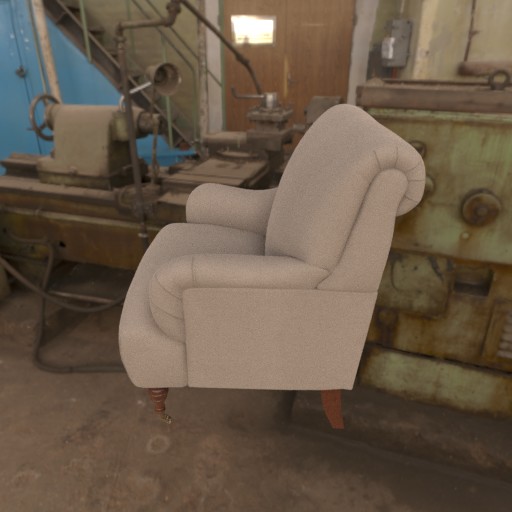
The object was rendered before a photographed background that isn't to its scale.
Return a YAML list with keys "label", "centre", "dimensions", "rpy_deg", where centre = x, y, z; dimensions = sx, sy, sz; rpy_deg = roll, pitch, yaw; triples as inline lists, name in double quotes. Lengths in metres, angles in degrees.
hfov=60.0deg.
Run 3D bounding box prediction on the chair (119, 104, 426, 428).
- label: "chair"
  centre: [0.000, 0.000, 1.544]
  dimensions: [0.842, 0.942, 0.766]
  rpy_deg: [0, 26, 1]
